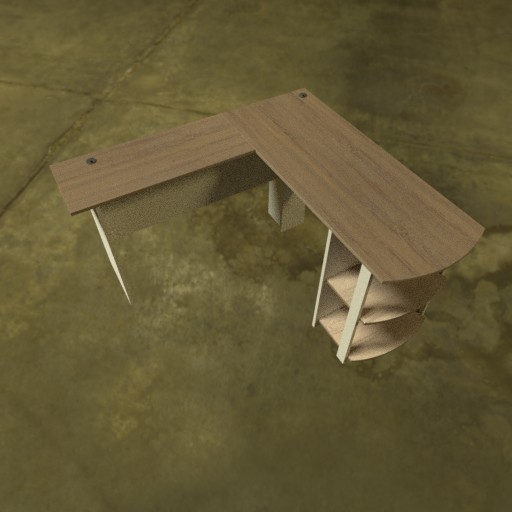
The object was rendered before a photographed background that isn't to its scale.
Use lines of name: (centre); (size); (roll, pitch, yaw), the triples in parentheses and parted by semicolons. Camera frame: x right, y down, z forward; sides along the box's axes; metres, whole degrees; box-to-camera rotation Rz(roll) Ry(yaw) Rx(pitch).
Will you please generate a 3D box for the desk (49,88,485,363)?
desk: (0.000, 0.000, 2.083); (1.361, 0.716, 1.303); (-24, 53, -19)
